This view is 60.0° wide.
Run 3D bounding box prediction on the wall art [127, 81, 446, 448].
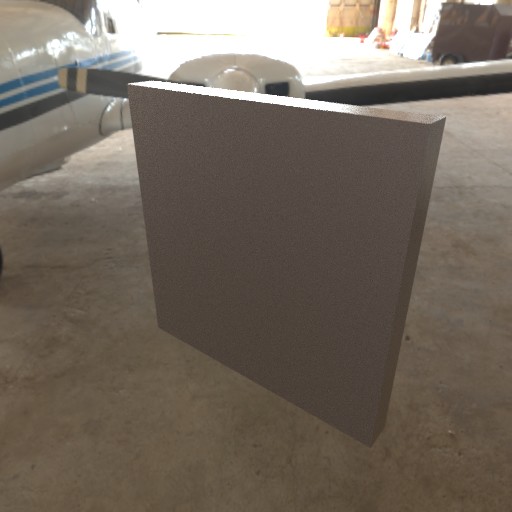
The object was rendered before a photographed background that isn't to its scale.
[{"bbox_3d":[0.000,0.000,0.512,0.350,0.350,0.038,20,34,33],"label":"wall art"}]
